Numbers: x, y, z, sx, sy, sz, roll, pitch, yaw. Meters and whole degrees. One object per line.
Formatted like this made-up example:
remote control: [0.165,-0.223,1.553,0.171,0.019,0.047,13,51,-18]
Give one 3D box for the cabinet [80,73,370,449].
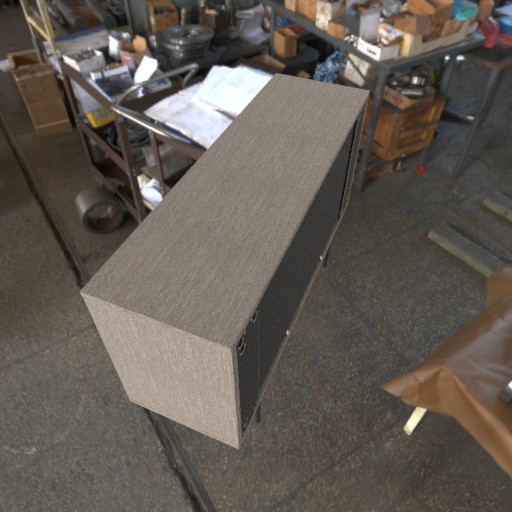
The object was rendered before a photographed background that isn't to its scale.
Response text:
cabinet: [0.000,0.000,1.599,0.405,0.787,1.194,17,49,16]
